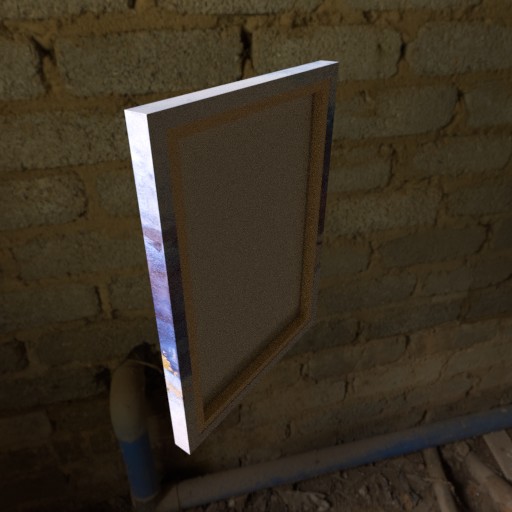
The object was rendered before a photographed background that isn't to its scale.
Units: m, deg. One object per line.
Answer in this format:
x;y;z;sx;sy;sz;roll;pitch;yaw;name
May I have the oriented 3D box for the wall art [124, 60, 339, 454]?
0.000;0.000;0.776;0.036;0.581;0.437;21;38;30;wall art
